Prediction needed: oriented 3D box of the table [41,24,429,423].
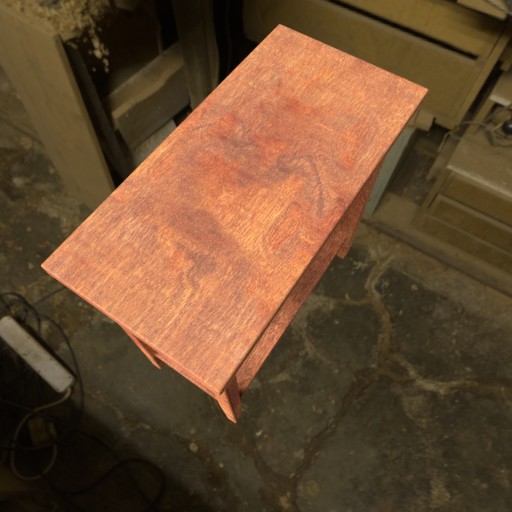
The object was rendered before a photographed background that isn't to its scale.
[{"bbox_3d":[0.000,0.000,0.956,0.305,0.610,0.610,31,67,15],"label":"table"}]
